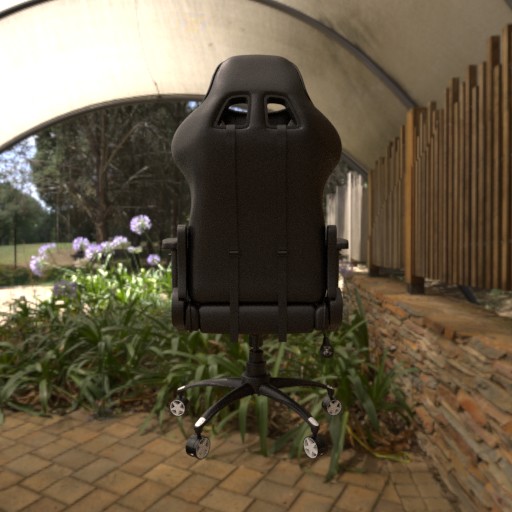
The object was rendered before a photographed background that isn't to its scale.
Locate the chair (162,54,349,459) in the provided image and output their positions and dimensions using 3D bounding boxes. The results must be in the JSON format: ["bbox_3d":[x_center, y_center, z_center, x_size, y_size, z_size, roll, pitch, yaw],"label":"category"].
[{"bbox_3d":[0.000,0.000,1.685,0.730,1.285,0.695,0,1,-1],"label":"chair"}]
